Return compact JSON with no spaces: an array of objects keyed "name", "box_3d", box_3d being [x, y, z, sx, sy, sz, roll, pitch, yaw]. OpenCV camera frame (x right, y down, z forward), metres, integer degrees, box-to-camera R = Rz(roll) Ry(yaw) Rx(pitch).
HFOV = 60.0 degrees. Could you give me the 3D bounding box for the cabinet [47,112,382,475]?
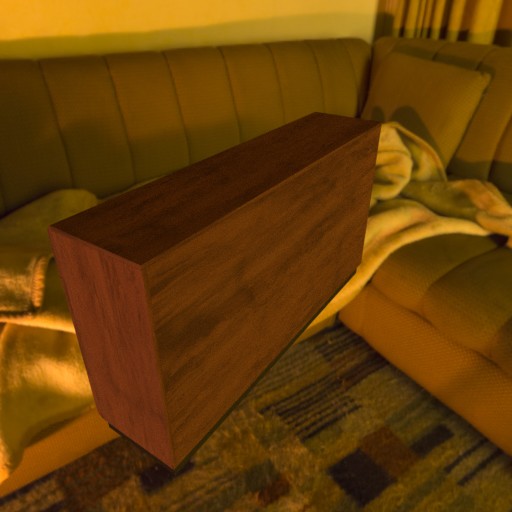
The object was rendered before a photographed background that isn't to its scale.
[{"name":"cabinet","box_3d":[0.000,0.000,1.980,0.420,0.900,1.600,20,37,29]}]
